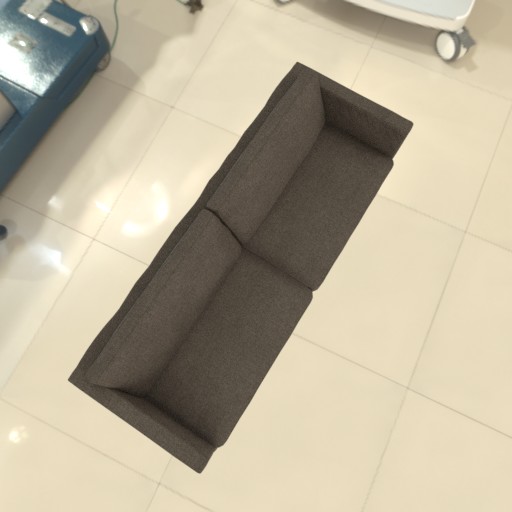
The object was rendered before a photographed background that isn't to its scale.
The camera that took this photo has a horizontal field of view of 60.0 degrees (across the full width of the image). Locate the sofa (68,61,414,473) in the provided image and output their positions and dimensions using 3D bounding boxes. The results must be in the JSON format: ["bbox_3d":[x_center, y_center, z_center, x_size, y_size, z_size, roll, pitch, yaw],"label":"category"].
[{"bbox_3d":[0.000,0.000,3.274,1.036,0.998,2.779,31,77,8],"label":"sofa"}]
